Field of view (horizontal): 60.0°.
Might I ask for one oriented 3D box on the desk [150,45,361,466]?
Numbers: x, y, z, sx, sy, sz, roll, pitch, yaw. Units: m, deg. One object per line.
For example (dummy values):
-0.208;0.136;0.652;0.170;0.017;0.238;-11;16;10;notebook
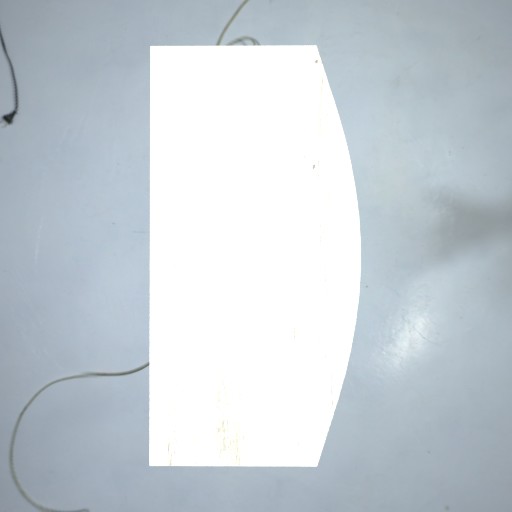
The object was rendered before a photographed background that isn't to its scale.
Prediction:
0.000;0.000;2.062;0.802;0.752;1.600;0;89;0;desk
